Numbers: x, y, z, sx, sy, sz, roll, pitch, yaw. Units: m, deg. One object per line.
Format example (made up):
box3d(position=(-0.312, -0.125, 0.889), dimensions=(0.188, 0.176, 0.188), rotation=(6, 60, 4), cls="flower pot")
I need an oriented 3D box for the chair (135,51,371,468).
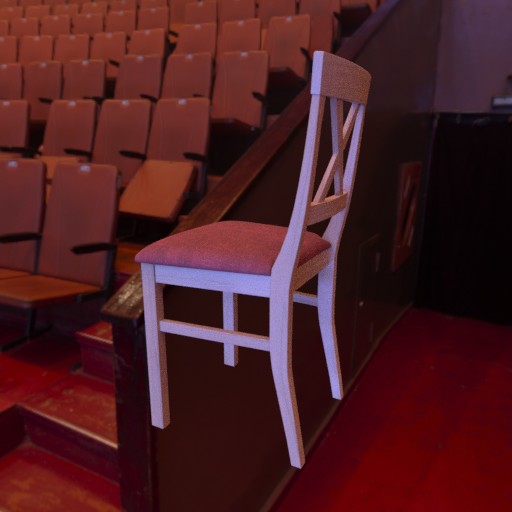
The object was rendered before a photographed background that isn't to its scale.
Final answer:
box3d(position=(0.000, 0.000, 1.176), dimensions=(0.492, 0.912, 0.439), rotation=(7, 17, 26), cls="chair")
